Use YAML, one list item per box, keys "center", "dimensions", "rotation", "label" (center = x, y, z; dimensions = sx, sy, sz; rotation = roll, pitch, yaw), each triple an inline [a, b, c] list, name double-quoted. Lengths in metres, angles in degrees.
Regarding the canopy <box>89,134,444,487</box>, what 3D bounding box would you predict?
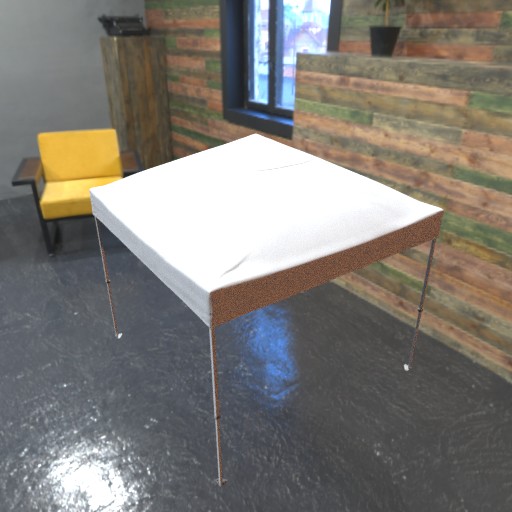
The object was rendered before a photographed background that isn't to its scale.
- center: [0.000, 0.000, 5.521]
  dimensions: [2.998, 2.997, 2.996]
  rotation: [-18, 32, -31]
  label: "canopy"
